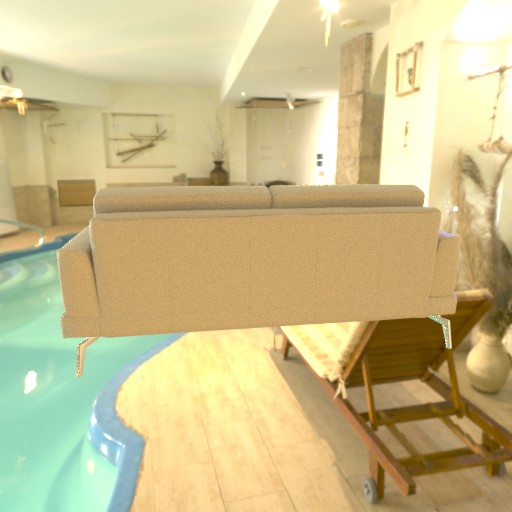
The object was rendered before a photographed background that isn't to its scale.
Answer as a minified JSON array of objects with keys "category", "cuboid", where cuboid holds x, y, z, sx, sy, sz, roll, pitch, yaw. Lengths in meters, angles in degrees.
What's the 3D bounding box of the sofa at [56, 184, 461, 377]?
[{"category":"sofa","cuboid":[0.000,0.000,2.794,2.177,0.930,1.121,-2,13,-9]}]
